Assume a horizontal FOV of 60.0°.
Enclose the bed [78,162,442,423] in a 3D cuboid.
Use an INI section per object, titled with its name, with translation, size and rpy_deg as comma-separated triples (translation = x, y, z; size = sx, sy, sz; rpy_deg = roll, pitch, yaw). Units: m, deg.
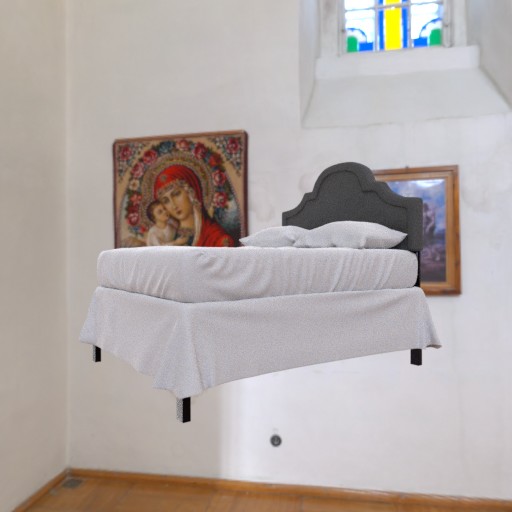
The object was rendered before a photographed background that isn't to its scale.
[bed]
translation = 0.000, 0.000, 3.381
size = 2.222, 1.634, 1.780
rpy_deg = 0, 0, -35
